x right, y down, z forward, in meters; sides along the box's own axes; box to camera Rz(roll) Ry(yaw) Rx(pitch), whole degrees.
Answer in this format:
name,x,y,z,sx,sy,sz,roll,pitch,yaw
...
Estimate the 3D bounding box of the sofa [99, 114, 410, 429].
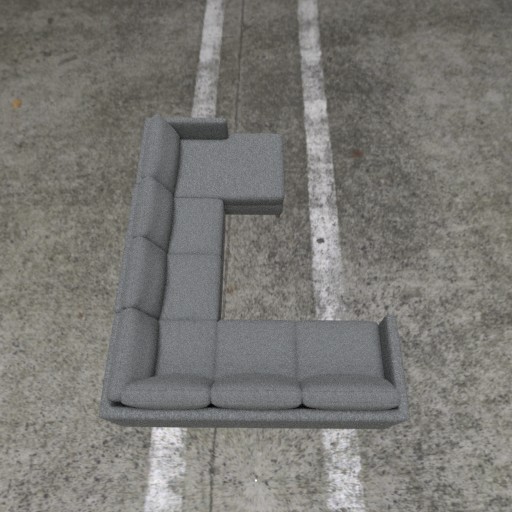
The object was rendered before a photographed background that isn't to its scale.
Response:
name,x,y,z,sx,sy,sz,roll,pitch,yaw
sofa,0.000,0.000,4.505,2.551,0.853,3.238,0,63,0
